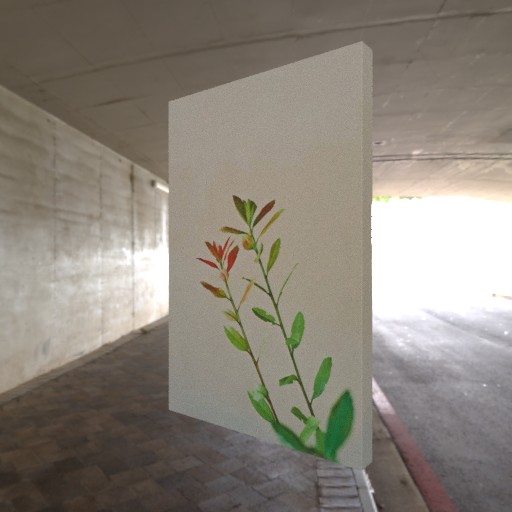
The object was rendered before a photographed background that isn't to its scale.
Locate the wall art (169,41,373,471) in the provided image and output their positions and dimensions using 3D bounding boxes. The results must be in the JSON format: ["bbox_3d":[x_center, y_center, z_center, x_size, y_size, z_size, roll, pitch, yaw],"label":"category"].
[{"bbox_3d":[0.000,0.000,0.768,0.408,0.611,0.038,0,0,38],"label":"wall art"}]
